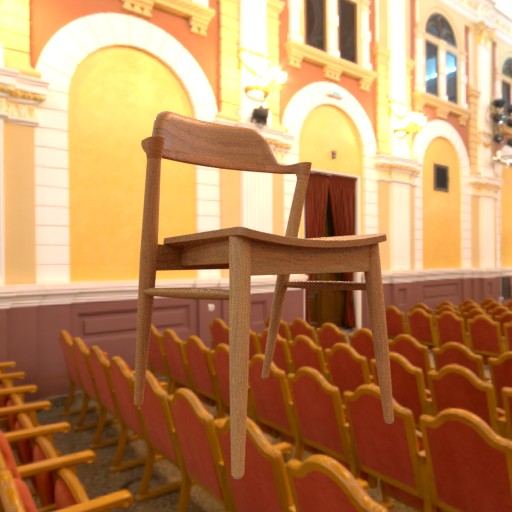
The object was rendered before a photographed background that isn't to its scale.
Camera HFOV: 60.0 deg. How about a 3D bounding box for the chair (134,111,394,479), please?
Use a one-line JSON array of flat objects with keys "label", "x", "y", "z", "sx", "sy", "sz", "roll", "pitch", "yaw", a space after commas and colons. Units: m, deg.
[{"label": "chair", "x": 0.000, "y": 0.000, "z": 1.116, "sx": 0.512, "sy": 0.792, "sz": 0.499, "roll": 0, "pitch": 0, "yaw": -37}]
